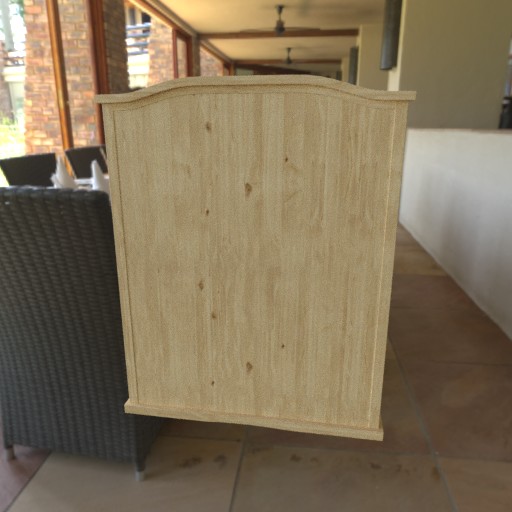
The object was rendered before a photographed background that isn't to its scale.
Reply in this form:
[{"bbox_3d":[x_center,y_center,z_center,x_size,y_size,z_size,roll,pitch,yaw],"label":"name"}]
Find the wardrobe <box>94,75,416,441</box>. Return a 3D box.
[{"bbox_3d":[0.000,0.000,2.543,1.500,1.870,0.570,3,17,9],"label":"wardrobe"}]
